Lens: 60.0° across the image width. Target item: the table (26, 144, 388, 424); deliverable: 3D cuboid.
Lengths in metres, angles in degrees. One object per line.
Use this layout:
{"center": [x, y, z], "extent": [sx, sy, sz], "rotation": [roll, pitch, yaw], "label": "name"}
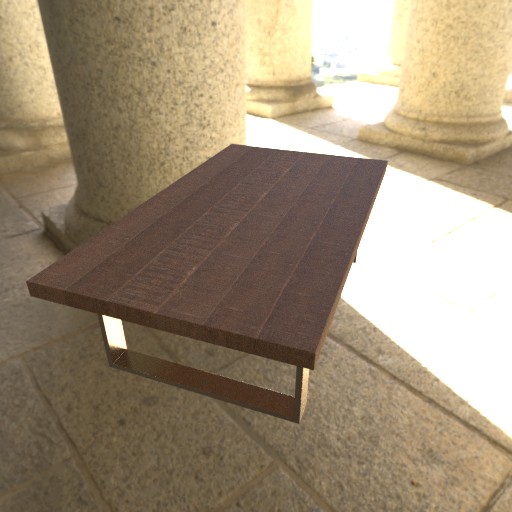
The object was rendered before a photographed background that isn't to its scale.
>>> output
{"center": [0.000, 0.000, 1.749], "extent": [0.800, 0.440, 1.400], "rotation": [11, 32, 18], "label": "table"}
